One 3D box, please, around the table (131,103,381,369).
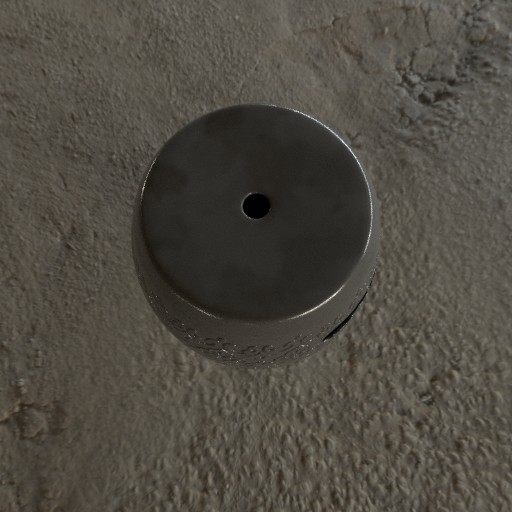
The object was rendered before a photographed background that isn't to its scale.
[{"bbox_3d":[0.000,0.000,0.624,0.309,0.397,0.309,0,75,0],"label":"table"}]
